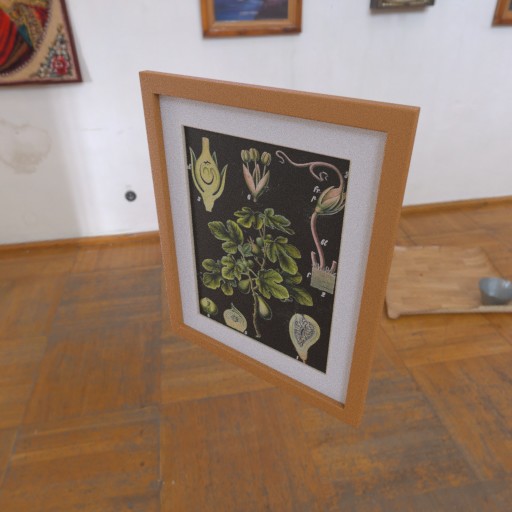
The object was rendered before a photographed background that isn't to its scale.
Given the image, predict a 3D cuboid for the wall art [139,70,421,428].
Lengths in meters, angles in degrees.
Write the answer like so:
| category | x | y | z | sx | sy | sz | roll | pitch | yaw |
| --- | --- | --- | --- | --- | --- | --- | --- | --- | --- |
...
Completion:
| category | x | y | z | sx | sy | sz | roll | pitch | yaw |
| --- | --- | --- | --- | --- | --- | --- | --- | --- | --- |
| wall art | 0.000 | 0.000 | 0.760 | 0.452 | 0.553 | 0.022 | 20 | 37 | 29 |
